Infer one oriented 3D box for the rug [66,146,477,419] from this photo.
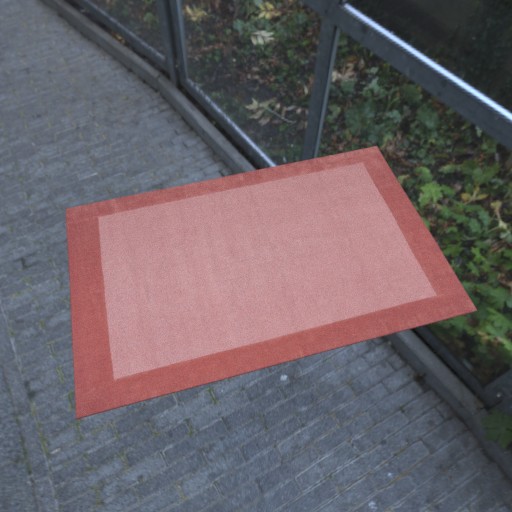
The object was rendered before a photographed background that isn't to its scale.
[{"bbox_3d":[0.000,0.000,2.980,2.438,0.014,1.524,-13,57,-8],"label":"rug"}]
